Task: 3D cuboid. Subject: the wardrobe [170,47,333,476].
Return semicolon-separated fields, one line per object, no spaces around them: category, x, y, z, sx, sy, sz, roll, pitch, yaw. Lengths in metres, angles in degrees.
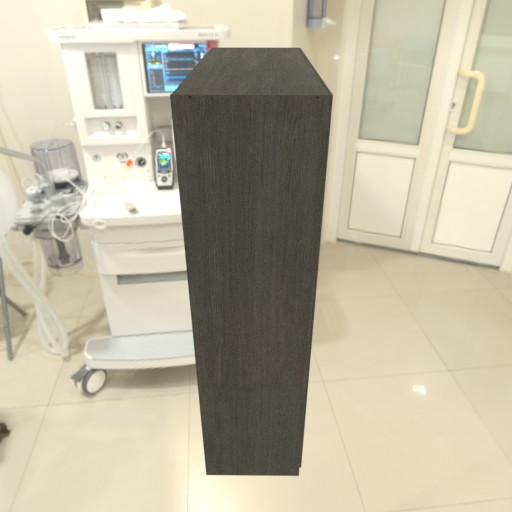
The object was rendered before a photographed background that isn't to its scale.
wardrobe;0.000;0.000;2.386;0.510;1.910;1.290;0;31;0
